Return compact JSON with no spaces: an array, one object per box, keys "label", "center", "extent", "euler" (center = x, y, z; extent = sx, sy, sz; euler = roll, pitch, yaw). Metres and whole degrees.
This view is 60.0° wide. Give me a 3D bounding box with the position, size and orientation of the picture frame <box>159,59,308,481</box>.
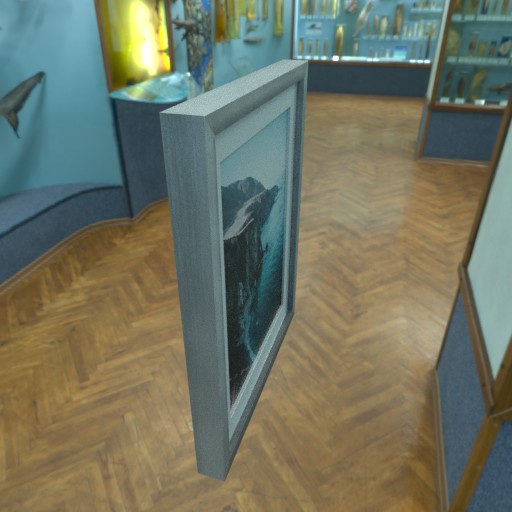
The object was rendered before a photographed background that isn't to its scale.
[{"label":"picture frame","center":[0.000,0.000,0.740],"extent":[0.046,0.555,0.449],"euler":[9,31,16]}]
